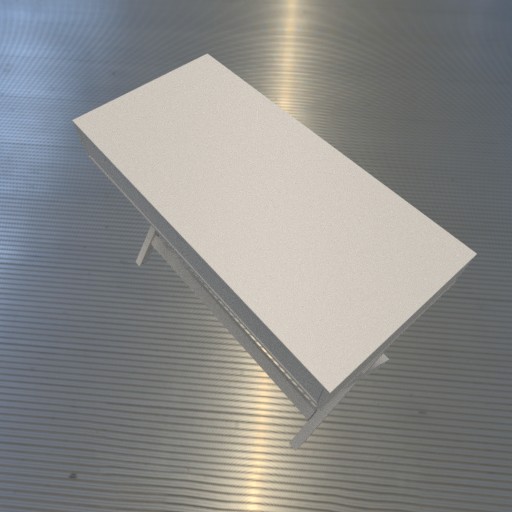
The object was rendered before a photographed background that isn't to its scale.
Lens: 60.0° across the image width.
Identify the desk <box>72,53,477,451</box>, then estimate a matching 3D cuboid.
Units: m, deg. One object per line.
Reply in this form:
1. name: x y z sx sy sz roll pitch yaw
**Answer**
1. desk: 0.000 0.000 1.518 0.525 0.780 1.057 -36 64 -21
